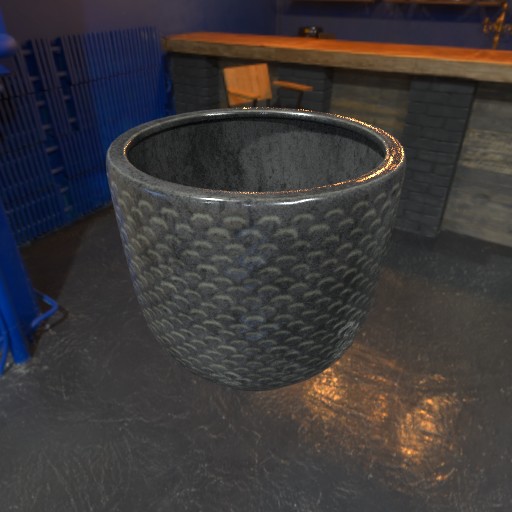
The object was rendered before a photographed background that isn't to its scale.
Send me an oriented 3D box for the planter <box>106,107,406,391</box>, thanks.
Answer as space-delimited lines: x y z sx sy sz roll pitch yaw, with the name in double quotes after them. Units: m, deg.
0.000 0.000 0.245 0.140 0.129 0.140 0 31 0 "planter"
